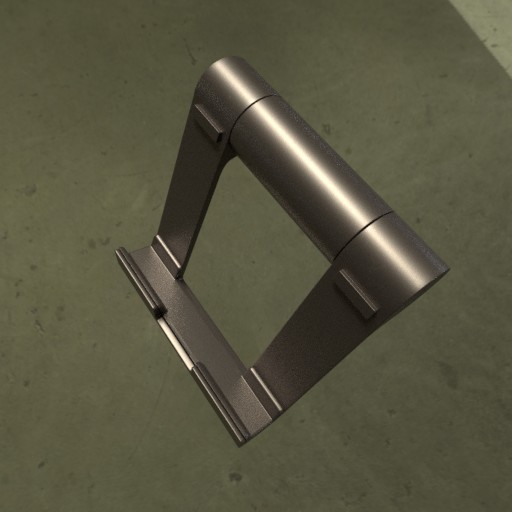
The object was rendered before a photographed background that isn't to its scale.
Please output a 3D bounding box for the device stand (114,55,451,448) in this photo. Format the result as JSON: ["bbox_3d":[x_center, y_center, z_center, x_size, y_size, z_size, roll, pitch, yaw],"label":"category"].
[{"bbox_3d":[0.000,0.000,0.149,0.079,0.084,0.088,-33,70,-14],"label":"device stand"}]
